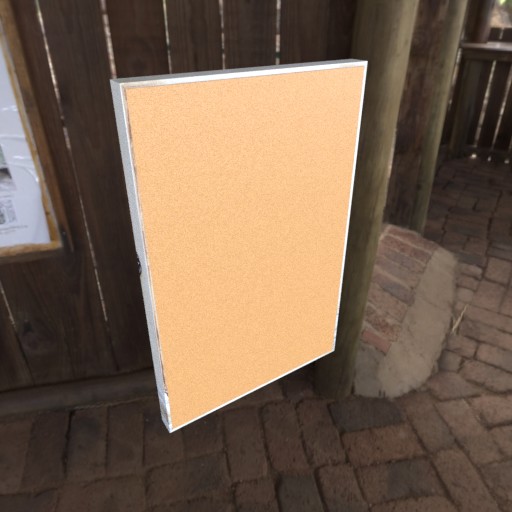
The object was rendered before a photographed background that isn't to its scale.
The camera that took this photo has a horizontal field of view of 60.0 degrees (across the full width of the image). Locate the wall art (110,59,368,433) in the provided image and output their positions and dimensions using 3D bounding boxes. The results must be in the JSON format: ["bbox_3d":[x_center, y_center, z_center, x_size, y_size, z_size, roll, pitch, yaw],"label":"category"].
[{"bbox_3d":[0.000,0.000,0.775,0.403,0.607,0.036,-18,35,-29],"label":"wall art"}]
